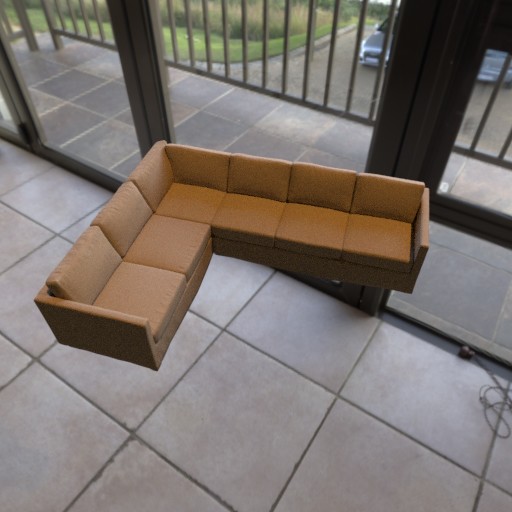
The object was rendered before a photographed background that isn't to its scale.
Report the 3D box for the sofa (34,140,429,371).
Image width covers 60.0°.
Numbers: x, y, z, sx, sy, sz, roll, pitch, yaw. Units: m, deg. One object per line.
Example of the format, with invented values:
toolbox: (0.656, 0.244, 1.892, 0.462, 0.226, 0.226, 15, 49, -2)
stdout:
sofa: (0.000, 0.000, 4.361, 3.182, 0.871, 2.432, 11, 47, 10)
